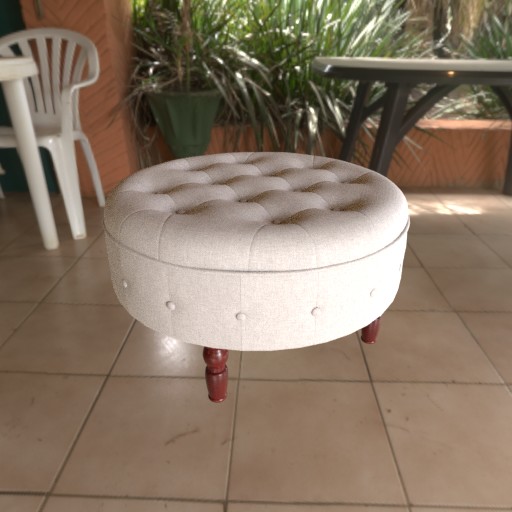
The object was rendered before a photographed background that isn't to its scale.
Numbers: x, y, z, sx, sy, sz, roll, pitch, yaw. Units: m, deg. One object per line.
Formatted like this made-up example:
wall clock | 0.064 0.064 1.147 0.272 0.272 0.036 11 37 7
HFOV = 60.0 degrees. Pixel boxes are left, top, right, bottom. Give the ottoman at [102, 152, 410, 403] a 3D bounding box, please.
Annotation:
ottoman | 0.000 0.000 1.352 0.849 0.478 0.849 0 26 0
